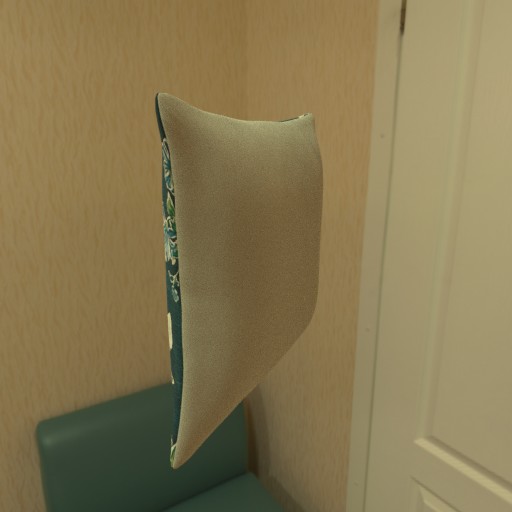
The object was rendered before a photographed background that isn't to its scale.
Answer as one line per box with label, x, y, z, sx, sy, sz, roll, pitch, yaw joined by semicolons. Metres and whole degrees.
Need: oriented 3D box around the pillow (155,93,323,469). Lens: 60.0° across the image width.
pillow;0.000;0.000;0.790;0.166;0.508;0.525;7;17;25
